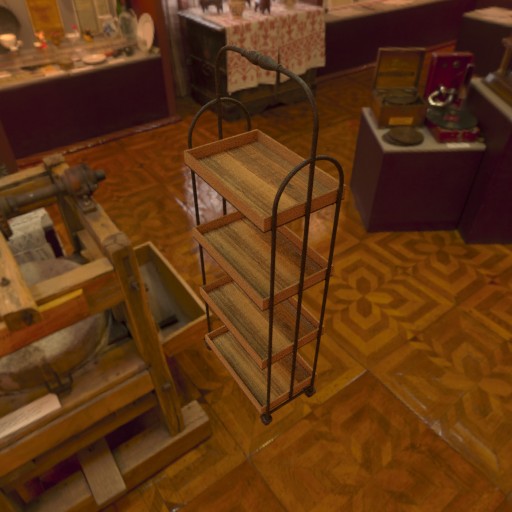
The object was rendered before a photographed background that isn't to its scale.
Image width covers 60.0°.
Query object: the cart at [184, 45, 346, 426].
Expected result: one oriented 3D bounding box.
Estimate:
[{"bbox_3d":[0.000,0.000,1.700,0.308,1.481,0.581,-24,46,-25],"label":"cart"}]
